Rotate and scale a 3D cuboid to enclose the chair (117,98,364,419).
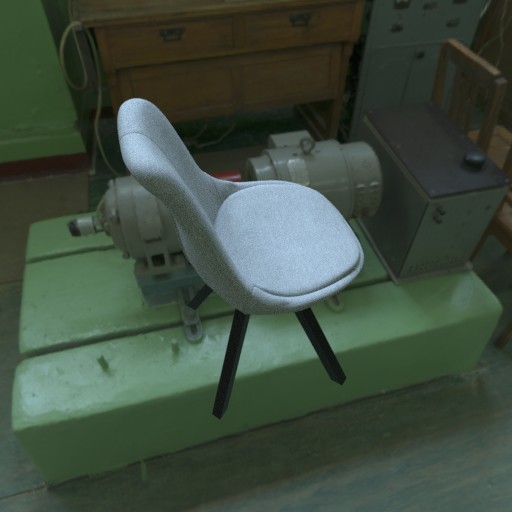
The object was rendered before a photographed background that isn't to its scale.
[{"bbox_3d":[0.000,0.000,1.200,0.550,0.850,0.485,-12,48,-12],"label":"chair"}]
